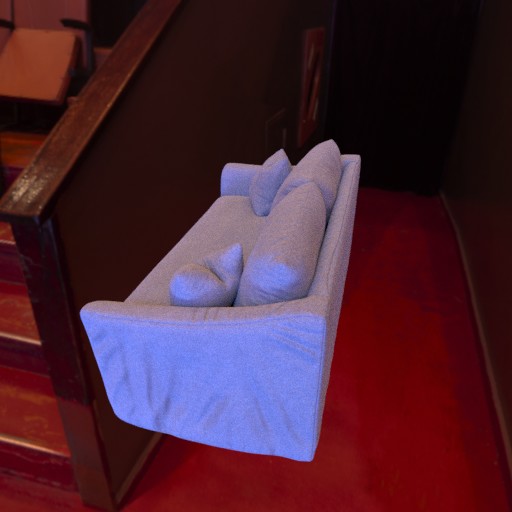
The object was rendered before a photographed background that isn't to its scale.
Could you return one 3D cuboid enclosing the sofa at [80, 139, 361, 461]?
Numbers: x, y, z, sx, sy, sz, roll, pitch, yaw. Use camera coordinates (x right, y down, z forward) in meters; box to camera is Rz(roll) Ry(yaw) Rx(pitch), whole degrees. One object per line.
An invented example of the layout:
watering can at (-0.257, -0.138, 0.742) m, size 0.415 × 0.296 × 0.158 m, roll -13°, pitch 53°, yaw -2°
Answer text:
sofa at (0.000, 0.000, 2.675) m, size 1.072 × 1.018 × 2.010 m, roll 8°, pitch 31°, yaw 13°
